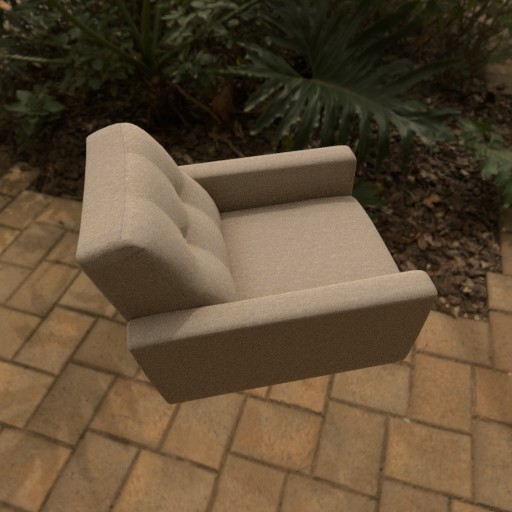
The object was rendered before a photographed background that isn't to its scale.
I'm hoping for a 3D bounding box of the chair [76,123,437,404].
[{"bbox_3d":[0.000,0.000,1.803,1.128,0.965,0.897,-9,48,-8],"label":"chair"}]
